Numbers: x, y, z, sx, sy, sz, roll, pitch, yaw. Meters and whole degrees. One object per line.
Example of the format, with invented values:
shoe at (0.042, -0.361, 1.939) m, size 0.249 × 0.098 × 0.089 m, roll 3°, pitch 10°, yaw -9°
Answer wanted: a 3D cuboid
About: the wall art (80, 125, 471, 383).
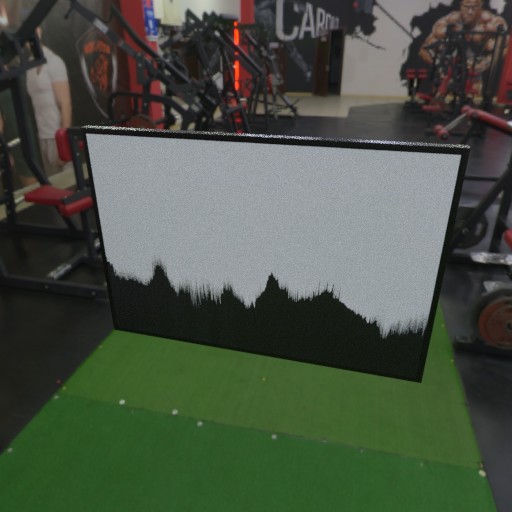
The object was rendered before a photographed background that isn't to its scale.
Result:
wall art at (0.000, 0.000, 0.835) m, size 0.659 × 0.446 × 0.022 m, roll 7°, pitch 27°, yaw 14°
